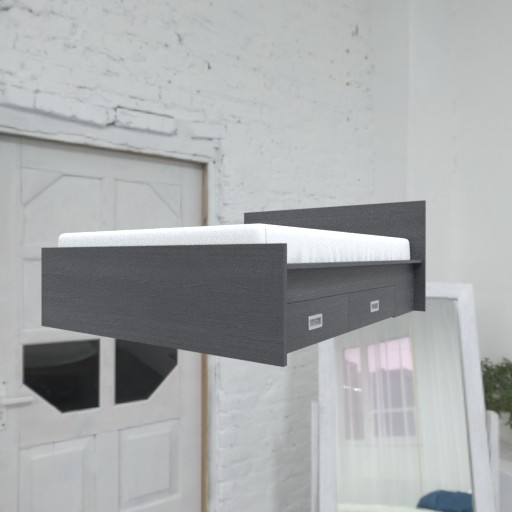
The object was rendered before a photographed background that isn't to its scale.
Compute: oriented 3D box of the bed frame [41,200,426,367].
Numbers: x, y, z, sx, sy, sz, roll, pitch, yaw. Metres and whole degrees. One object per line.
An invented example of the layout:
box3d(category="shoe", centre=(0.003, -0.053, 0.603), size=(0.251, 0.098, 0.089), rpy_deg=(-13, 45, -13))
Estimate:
box3d(category="bed frame", centre=(0.000, 0.000, 2.869), size=(1.622, 0.800, 1.960), rpy_deg=(0, 0, 35))
